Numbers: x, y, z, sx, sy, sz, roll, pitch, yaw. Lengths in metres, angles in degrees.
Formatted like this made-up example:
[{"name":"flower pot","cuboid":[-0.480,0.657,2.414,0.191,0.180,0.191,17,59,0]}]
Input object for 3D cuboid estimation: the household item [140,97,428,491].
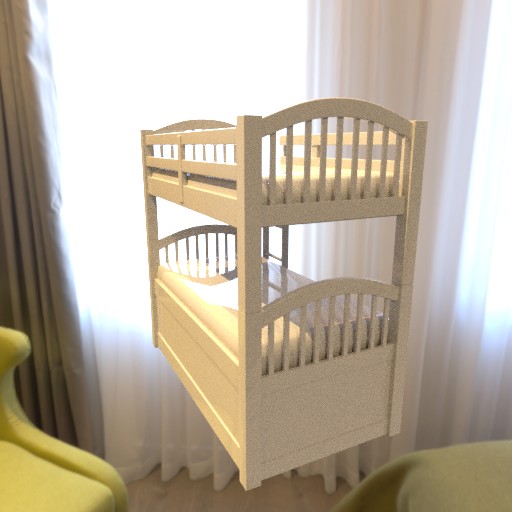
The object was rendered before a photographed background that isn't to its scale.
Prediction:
[{"name":"household item","cuboid":[0.000,0.000,3.269,1.143,2.032,2.032,-7,16,-26]}]
